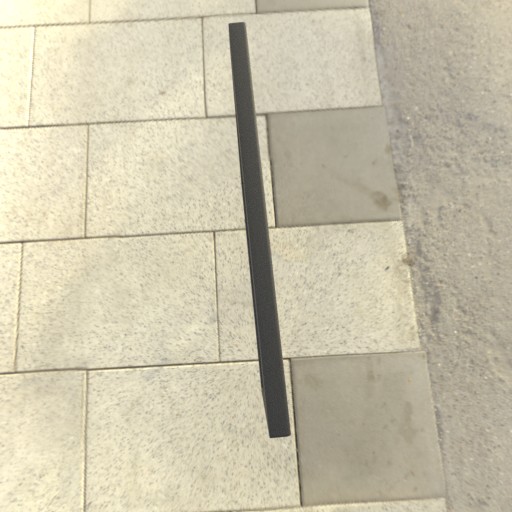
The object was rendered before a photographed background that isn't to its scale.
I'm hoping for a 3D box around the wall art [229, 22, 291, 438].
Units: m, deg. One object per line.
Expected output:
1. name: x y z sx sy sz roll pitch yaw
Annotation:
1. wall art: 0.000 0.000 0.685 0.022 0.453 0.456 -6 77 -1
